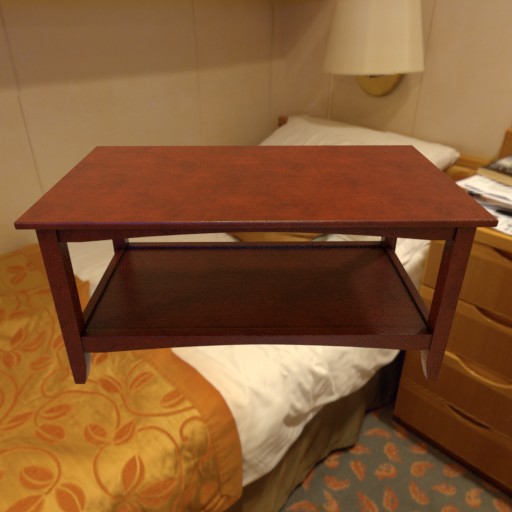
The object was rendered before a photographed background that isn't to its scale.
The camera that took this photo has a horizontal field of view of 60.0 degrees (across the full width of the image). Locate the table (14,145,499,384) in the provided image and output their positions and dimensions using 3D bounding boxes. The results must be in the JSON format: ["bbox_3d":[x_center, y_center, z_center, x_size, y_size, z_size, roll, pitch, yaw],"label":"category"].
[{"bbox_3d":[0.000,0.000,1.202,0.943,0.456,0.533,0,30,-1],"label":"table"}]
